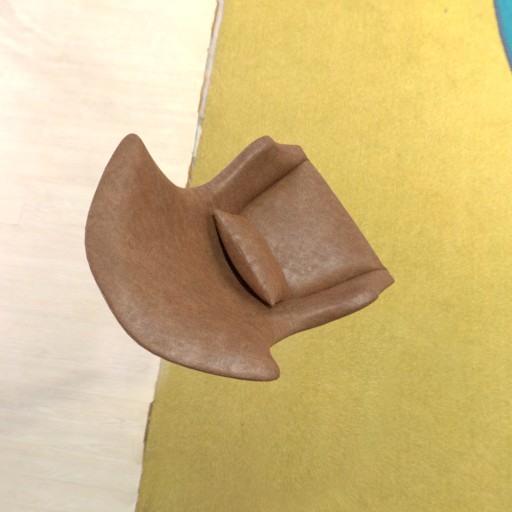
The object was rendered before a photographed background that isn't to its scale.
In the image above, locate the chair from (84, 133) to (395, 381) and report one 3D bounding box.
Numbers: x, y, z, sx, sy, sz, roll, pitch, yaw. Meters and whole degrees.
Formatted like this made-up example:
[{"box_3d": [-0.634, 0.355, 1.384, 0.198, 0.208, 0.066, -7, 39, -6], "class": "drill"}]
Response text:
[{"box_3d": [0.000, 0.000, 1.748, 0.955, 1.067, 0.846, -31, 77, -8], "class": "chair"}]
